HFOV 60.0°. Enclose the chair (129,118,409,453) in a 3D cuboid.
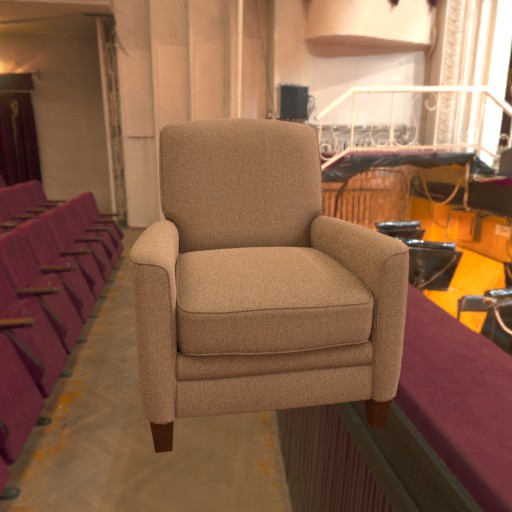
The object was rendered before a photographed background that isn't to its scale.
[{"bbox_3d":[0.000,0.000,1.631,0.848,1.014,0.864,-2,14,-9],"label":"chair"}]
